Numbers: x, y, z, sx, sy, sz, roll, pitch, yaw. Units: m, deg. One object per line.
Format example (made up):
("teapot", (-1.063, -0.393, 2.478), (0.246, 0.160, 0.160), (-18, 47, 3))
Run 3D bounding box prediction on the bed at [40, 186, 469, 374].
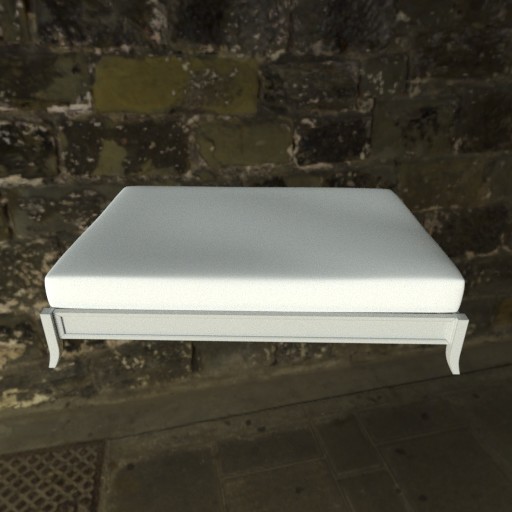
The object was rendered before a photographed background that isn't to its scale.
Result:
("bed", (0.000, 0.000, 2.676), (1.985, 0.510, 1.460), (1, 27, 1))
